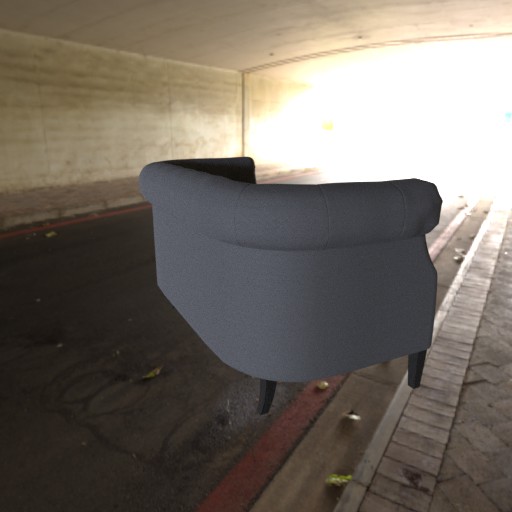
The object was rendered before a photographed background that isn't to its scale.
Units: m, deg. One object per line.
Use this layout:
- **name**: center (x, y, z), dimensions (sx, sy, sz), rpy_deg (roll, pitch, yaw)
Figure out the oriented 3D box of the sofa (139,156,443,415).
- **sofa**: center (0.000, 0.000, 2.066), dimensions (0.835, 0.827, 1.558), rpy_deg (-8, 18, -26)
